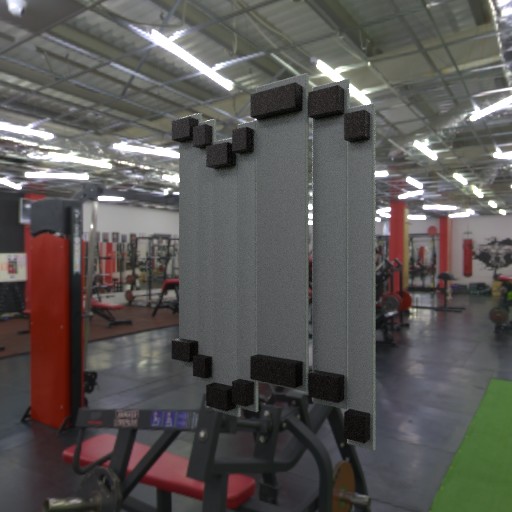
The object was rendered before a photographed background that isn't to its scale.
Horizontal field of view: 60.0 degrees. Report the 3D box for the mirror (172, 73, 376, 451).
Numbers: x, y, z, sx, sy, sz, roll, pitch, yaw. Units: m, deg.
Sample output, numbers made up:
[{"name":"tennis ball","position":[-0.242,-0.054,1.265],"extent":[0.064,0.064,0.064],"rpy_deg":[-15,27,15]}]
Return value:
[{"name":"mirror","position":[0.000,0.000,0.807],"extent":[0.445,0.611,0.058],"rpy_deg":[0,0,36]}]
